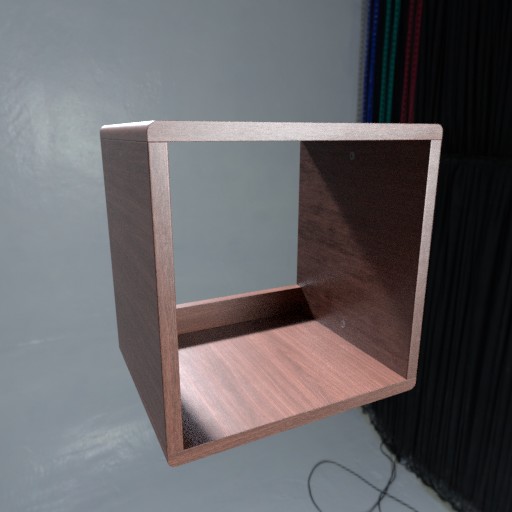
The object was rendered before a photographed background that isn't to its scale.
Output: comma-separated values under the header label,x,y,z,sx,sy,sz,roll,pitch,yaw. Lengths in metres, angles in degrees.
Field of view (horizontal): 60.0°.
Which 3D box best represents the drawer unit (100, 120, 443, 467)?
label,x,y,z,sx,sy,sz,roll,pitch,yaw
drawer unit,0.000,0.000,0.619,0.349,0.351,0.290,-7,17,-25
